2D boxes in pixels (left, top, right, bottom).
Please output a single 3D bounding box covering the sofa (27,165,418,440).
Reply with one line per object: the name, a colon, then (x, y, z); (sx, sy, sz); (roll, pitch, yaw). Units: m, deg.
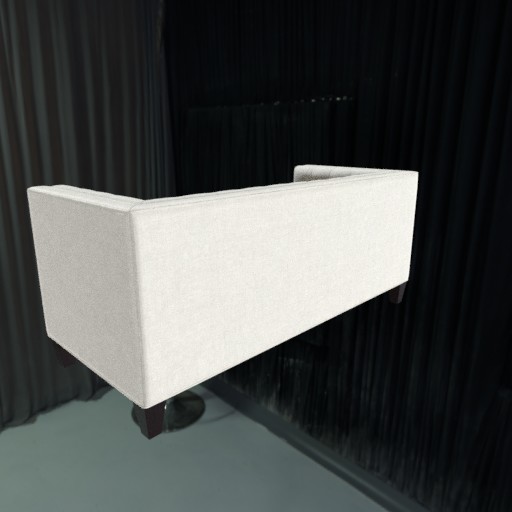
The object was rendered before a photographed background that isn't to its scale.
sofa: (0.000, 0.000, 2.178); (0.775, 0.762, 1.778); (15, 21, 42)
